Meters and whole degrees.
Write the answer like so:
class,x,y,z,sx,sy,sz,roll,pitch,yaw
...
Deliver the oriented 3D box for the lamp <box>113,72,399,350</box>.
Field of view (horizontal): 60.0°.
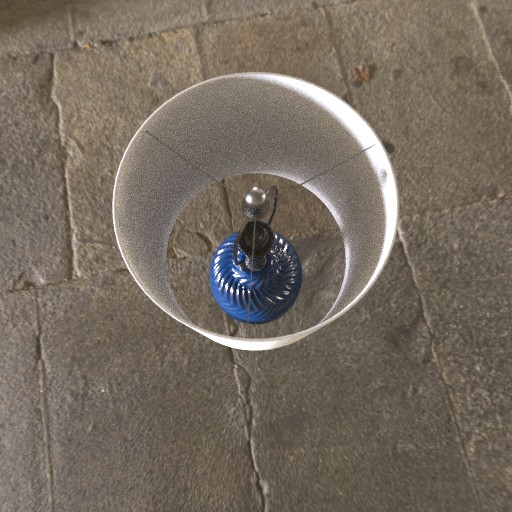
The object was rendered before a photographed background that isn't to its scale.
class,x,y,z,sx,sy,sz,roll,pitch,yaw
lamp,0.000,0.000,0.488,0.203,0.368,0.203,33,79,8
